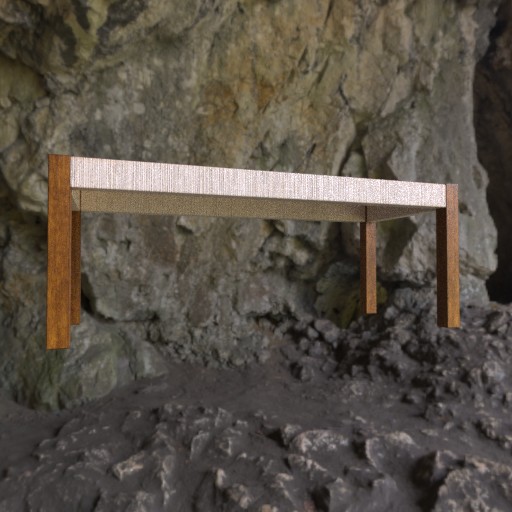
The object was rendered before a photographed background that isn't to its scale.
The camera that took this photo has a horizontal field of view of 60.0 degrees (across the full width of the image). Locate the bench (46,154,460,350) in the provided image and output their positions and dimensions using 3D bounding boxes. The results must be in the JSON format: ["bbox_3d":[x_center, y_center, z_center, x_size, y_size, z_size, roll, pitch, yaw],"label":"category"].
[{"bbox_3d":[0.000,0.000,1.463,1.198,0.457,0.507,1,-2,-19],"label":"bench"}]
